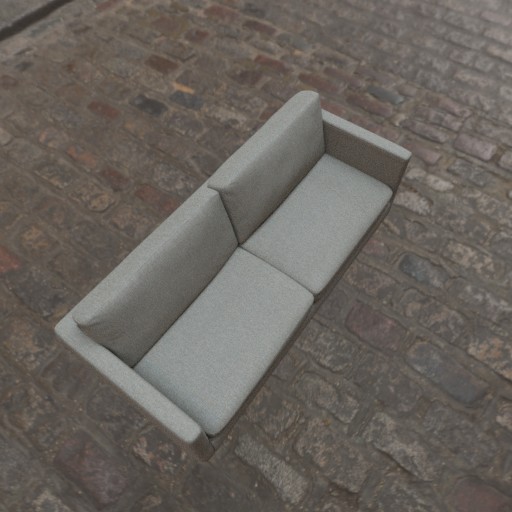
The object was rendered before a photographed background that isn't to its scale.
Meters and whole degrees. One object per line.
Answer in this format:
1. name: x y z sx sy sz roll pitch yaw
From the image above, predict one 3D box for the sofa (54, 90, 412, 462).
1. sofa: 0.000 0.000 2.758 0.956 0.963 2.208 32 64 18
